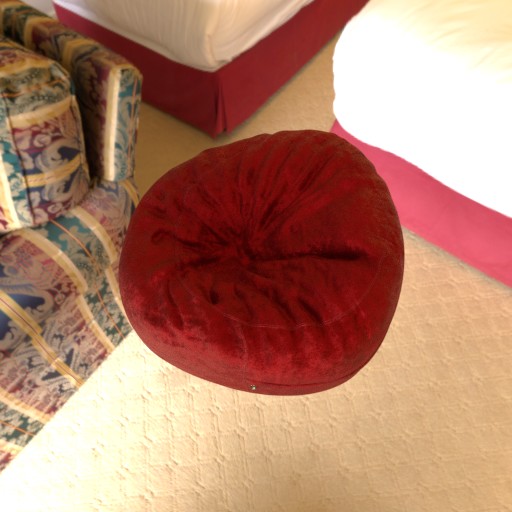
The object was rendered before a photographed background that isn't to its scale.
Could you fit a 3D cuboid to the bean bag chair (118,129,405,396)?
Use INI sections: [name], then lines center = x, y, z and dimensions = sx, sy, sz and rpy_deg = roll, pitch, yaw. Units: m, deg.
[bean bag chair]
center = 0.000, 0.000, 2.498
dimensions = 1.524, 0.878, 1.524
rpy_deg = -1, 58, 0
